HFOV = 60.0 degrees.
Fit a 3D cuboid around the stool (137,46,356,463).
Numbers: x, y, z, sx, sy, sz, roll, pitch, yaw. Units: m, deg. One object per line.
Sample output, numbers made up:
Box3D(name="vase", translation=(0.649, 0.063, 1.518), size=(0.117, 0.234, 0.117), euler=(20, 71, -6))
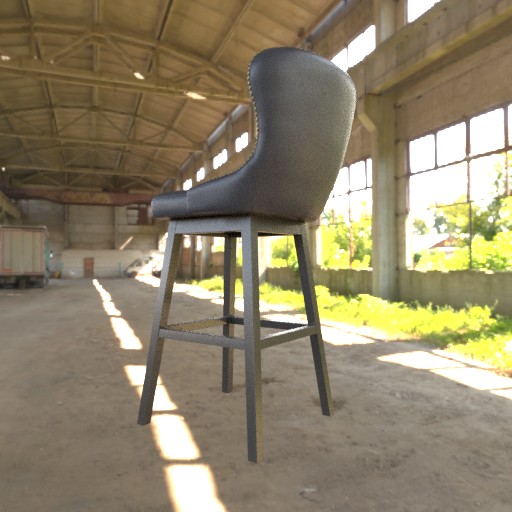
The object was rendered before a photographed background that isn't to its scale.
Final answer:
Box3D(name="stool", translation=(0.000, 0.000, 1.393), size=(0.601, 1.050, 0.528), euler=(0, -1, 36))
